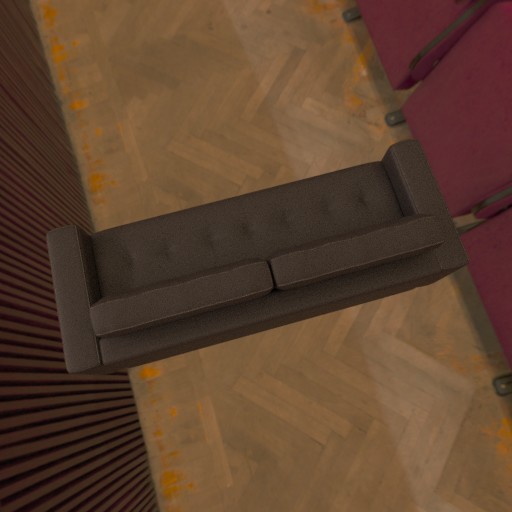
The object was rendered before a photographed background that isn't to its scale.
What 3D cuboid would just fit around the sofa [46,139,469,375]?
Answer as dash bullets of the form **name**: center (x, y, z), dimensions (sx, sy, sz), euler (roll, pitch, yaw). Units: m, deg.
- **sofa**: center (0.000, 0.000, 2.648), dimensions (2.275, 0.893, 0.833), euler (-15, 75, -4)
